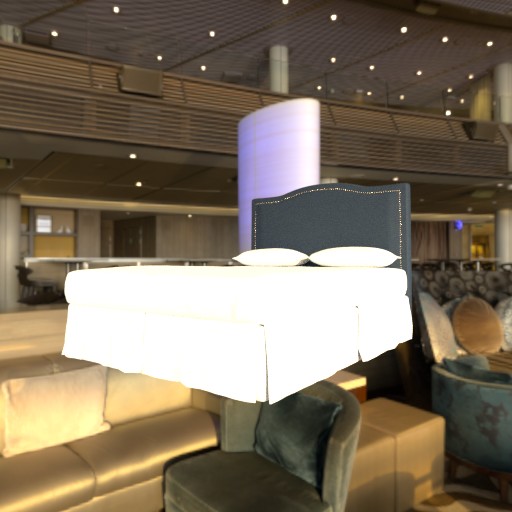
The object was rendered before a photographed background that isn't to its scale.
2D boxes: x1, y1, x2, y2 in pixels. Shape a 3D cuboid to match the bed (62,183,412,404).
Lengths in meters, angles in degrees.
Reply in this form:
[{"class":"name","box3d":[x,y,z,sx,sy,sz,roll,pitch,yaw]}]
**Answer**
[{"class":"bed","box3d":[0.000,0.000,3.487,1.821,1.436,2.282,0,-1,37]}]
